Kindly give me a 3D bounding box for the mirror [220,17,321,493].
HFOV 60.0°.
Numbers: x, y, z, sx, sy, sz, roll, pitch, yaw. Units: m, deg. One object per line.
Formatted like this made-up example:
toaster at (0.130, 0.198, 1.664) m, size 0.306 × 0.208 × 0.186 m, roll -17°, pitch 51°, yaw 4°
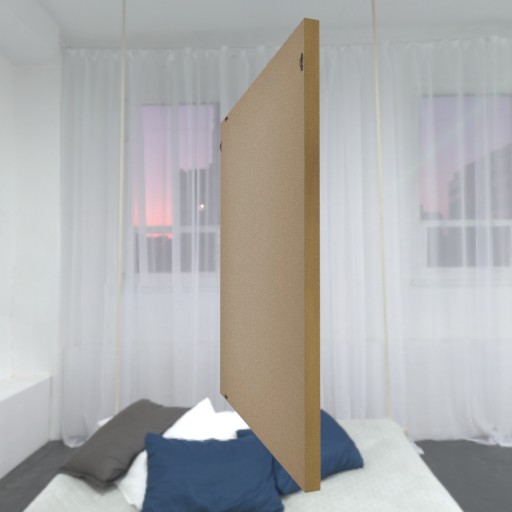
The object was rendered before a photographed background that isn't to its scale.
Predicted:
mirror at (0.000, 0.000, 1.313) m, size 0.041 × 1.016 × 0.762 m, roll 0°, pitch -1°, yaw -18°
